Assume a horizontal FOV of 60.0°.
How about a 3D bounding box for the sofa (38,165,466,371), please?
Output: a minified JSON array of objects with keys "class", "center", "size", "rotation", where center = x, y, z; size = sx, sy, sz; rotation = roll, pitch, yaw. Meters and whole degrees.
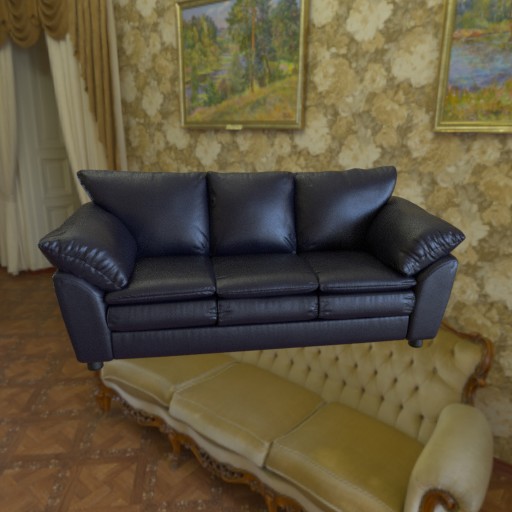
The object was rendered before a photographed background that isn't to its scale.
[{"class":"sofa","center":[0.000,0.000,2.811],"size":[2.336,1.073,0.880],"rotation":[-2,15,-8]}]
